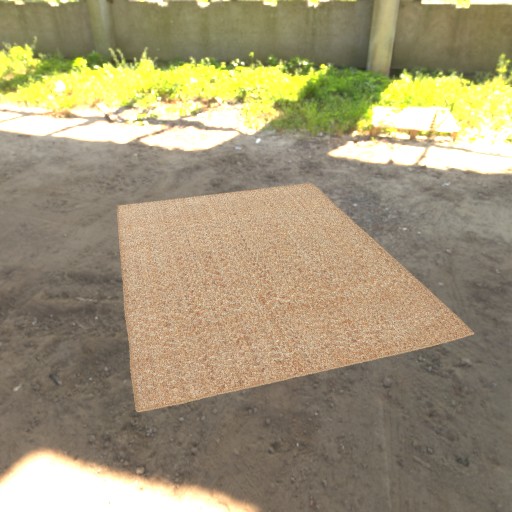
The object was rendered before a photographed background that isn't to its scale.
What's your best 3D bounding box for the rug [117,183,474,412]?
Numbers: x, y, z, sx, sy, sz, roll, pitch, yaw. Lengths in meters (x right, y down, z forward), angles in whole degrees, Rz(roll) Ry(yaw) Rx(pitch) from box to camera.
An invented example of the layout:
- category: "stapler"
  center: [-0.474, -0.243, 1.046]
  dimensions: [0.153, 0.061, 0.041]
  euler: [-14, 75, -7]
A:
- category: "rug"
  center: [0.000, 0.000, 4.154]
  dimensions: [2.439, 0.013, 3.048]
  euler: [-9, 32, -14]
